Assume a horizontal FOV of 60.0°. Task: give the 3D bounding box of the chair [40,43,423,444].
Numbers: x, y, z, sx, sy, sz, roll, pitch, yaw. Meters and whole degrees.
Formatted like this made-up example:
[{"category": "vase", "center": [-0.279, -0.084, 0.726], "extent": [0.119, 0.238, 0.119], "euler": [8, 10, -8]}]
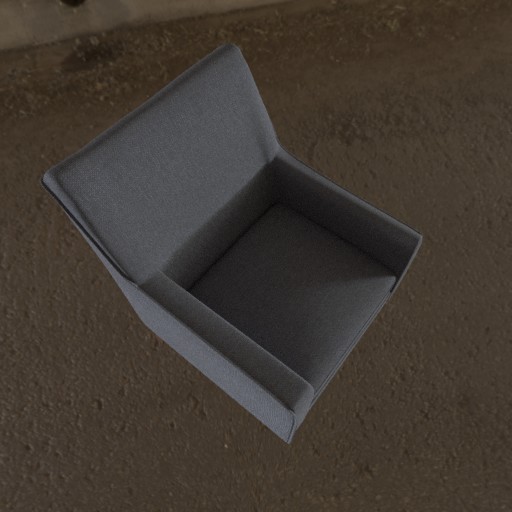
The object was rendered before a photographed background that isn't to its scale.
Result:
[{"category": "chair", "center": [0.000, 0.000, 1.565], "extent": [0.899, 0.919, 0.780], "euler": [34, 64, 19]}]
